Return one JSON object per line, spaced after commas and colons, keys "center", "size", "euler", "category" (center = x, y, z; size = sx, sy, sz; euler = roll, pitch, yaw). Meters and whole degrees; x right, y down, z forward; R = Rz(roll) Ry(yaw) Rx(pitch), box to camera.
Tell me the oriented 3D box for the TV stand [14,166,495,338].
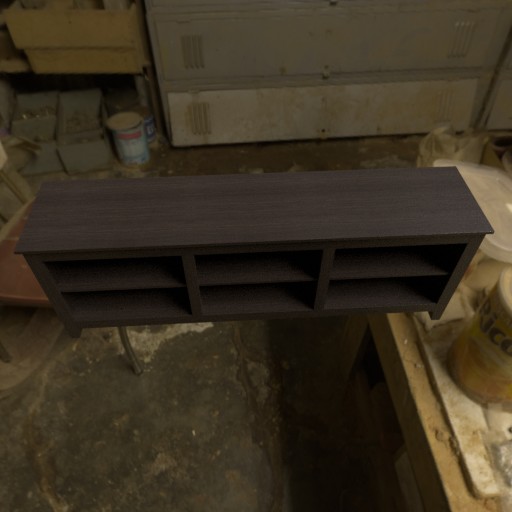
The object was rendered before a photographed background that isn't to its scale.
{"center": [0.000, 0.000, 1.997], "size": [1.778, 0.610, 0.406], "euler": [-3, 48, -2], "category": "TV stand"}
